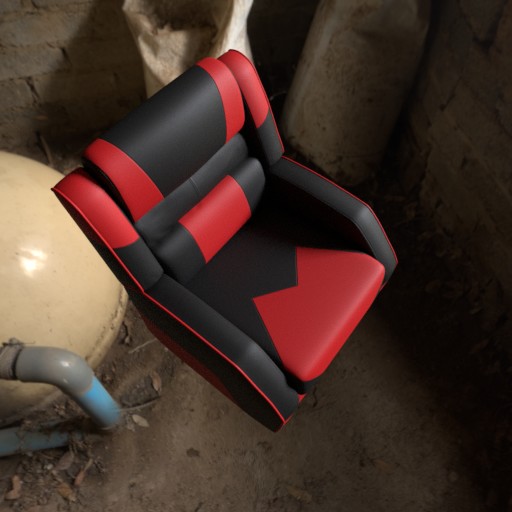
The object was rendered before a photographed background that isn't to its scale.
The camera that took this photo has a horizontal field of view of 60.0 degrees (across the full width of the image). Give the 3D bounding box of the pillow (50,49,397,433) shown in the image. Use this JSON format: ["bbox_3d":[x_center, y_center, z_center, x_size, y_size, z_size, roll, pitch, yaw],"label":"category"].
[{"bbox_3d":[0.000,0.000,1.283,0.672,0.805,0.620,34,66,18],"label":"pillow"}]
